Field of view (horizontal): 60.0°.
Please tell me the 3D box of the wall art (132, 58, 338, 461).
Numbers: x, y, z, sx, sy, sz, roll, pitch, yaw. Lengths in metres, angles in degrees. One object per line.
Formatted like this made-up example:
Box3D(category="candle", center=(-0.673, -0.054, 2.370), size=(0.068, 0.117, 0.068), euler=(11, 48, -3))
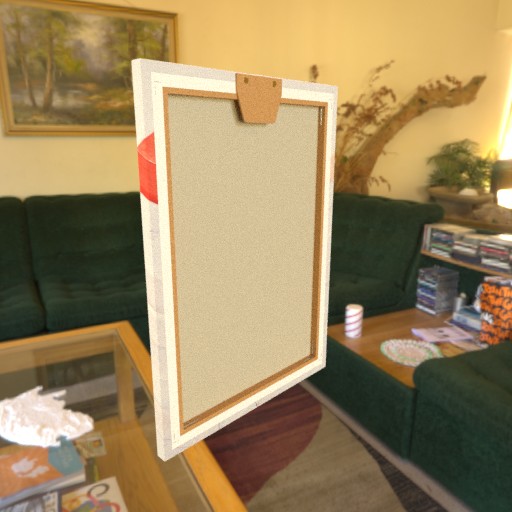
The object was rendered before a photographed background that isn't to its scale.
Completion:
Box3D(category="wall art", center=(0.000, 0.000, 1.115), size=(0.036, 0.848, 0.613), euler=(14, 20, 43))
